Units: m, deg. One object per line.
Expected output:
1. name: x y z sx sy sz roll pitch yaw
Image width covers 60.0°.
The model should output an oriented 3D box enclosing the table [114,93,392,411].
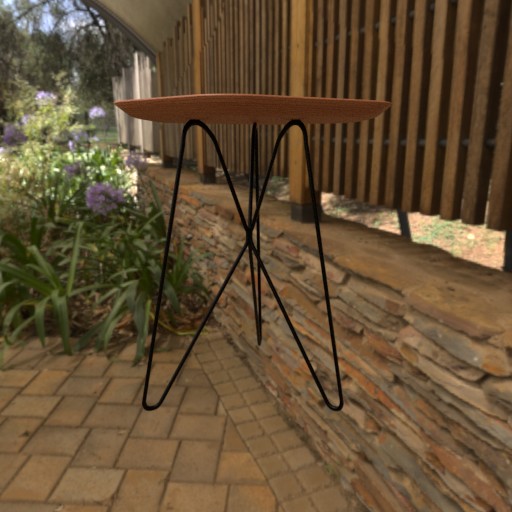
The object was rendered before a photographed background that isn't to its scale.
1. table: 0.000 0.000 0.878 0.500 0.562 0.400 -7 16 -26
